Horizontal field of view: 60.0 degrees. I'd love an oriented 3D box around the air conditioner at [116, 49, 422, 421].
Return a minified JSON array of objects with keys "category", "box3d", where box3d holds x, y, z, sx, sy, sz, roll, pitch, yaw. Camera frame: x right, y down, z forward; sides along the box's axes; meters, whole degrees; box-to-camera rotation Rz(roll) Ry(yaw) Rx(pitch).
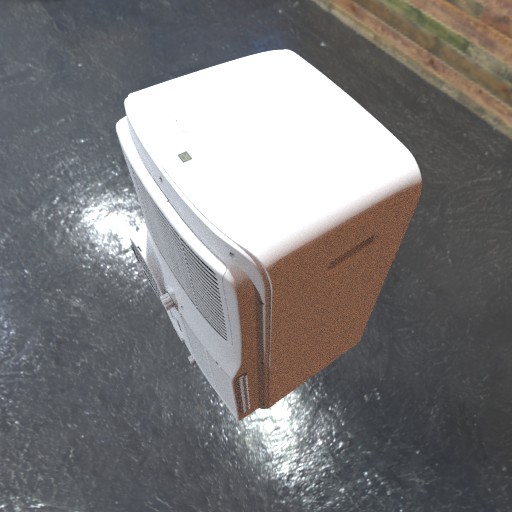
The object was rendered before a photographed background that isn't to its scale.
[{"category":"air conditioner","box3d":[0.000,0.000,1.023,0.467,0.765,0.478,-29,62,-17]}]
